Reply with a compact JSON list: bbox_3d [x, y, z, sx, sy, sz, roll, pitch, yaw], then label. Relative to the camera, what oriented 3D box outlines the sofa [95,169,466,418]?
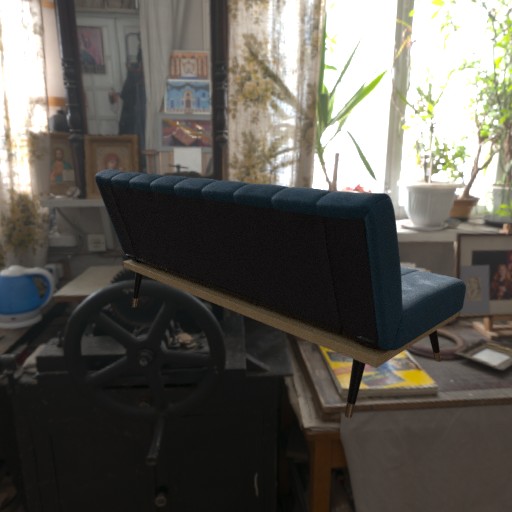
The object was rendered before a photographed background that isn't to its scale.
[{"bbox_3d":[0.000,0.000,2.261,0.830,0.825,1.810,-13,19,-42],"label":"sofa"}]
